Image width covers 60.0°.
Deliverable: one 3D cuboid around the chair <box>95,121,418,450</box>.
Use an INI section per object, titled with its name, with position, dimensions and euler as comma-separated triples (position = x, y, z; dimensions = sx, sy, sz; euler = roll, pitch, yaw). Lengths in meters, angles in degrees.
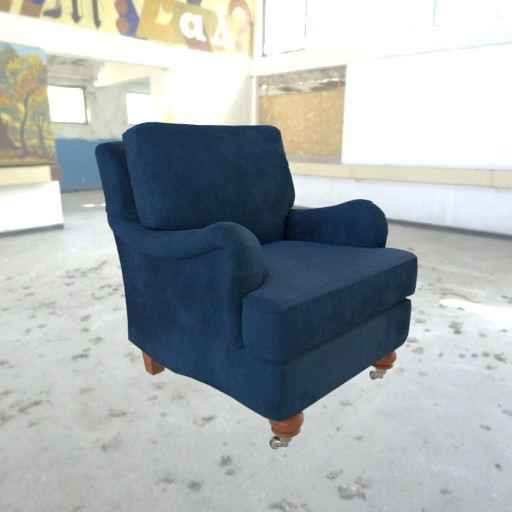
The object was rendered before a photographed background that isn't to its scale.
[chair]
position = 0.000, 0.000, 1.859
dimensions = 0.895, 1.076, 1.078
euler = -14, 21, -43
